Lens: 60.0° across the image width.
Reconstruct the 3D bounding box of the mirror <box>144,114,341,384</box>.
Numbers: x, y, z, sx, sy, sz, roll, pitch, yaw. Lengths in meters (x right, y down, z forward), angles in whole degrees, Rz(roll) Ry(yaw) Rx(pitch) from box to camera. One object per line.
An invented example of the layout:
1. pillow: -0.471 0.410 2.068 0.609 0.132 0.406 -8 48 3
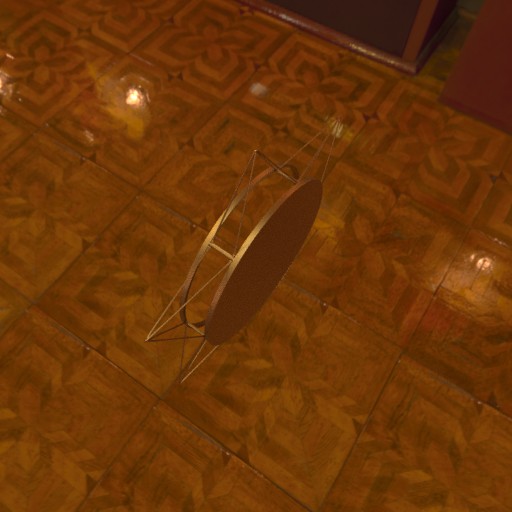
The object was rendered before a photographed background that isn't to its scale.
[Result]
1. mirror: 0.000 0.000 0.805 0.062 0.581 0.498 33 68 15
